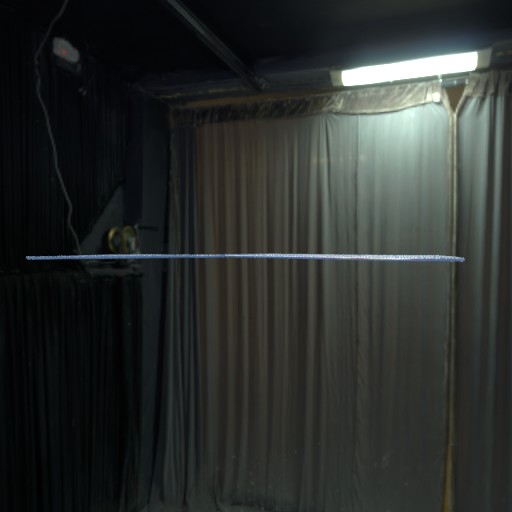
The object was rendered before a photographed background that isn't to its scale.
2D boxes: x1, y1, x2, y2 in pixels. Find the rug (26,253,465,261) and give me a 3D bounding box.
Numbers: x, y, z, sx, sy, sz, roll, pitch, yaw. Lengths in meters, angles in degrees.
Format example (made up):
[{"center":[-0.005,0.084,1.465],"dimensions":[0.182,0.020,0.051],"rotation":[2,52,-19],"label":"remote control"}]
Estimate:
[{"center":[0.000,0.000,2.239],"dimensions":[1.793,0.025,1.159],"rotation":[0,1,19],"label":"rug"}]
